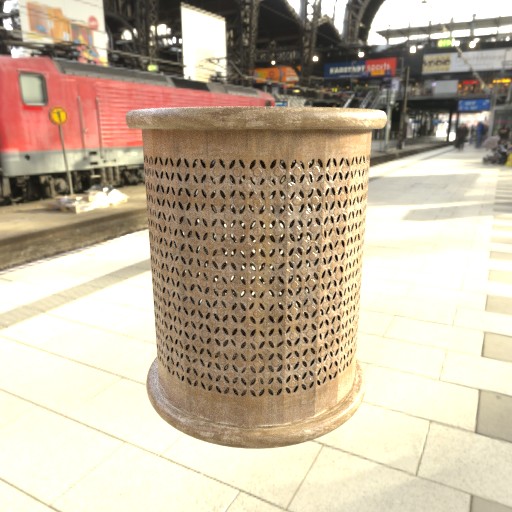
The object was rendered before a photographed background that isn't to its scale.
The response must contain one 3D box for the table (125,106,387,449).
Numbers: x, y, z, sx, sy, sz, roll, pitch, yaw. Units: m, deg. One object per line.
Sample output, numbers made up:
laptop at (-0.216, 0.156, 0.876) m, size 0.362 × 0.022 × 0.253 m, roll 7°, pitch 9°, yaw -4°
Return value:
table at (0.000, 0.000, 0.781) m, size 0.407 × 0.482 × 0.407 m, roll 0°, pitch 16°, yaw 0°
